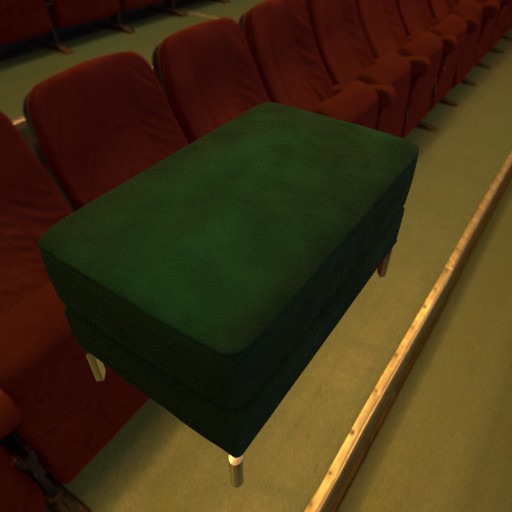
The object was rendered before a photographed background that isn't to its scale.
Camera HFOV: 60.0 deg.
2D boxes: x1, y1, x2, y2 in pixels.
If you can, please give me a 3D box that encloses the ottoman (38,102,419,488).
[{"bbox_3d":[0.000,0.000,1.213,0.536,0.533,0.886,25,47,25],"label":"ottoman"}]
